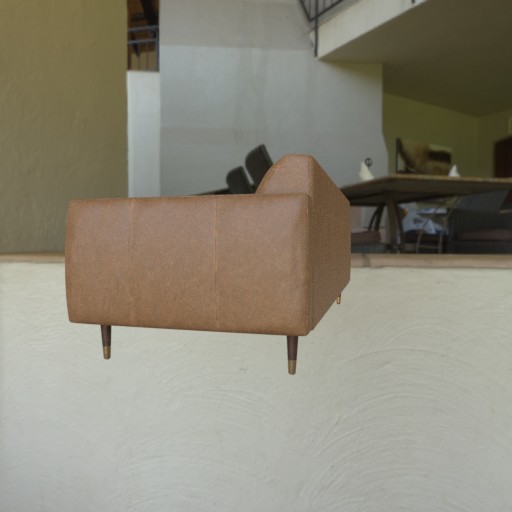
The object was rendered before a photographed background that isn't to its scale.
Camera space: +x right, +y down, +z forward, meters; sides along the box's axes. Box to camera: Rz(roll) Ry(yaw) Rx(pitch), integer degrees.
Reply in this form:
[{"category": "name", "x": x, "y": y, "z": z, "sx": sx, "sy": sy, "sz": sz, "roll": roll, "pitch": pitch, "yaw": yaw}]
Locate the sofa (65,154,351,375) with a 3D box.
[{"category": "sofa", "x": 0.000, "y": 0.000, "z": 2.687, "sx": 0.990, "sy": 0.821, "sz": 2.291, "roll": 1, "pitch": 2, "yaw": 16}]
